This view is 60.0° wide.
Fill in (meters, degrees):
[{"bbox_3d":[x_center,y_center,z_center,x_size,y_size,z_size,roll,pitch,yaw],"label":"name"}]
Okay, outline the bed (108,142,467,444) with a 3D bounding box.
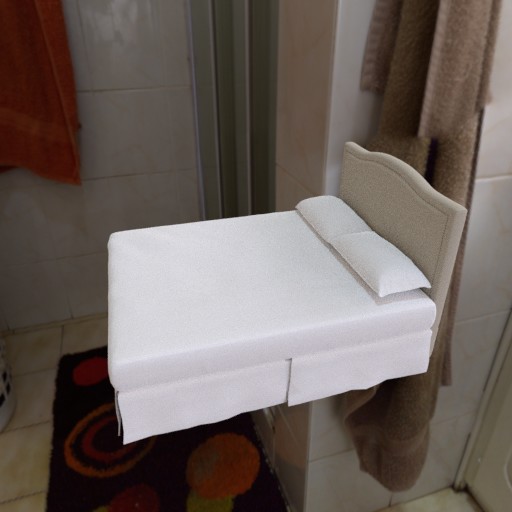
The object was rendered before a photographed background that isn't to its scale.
[{"bbox_3d":[0.000,0.000,3.676,2.477,1.437,1.977,-8,31,-14],"label":"bed"}]
